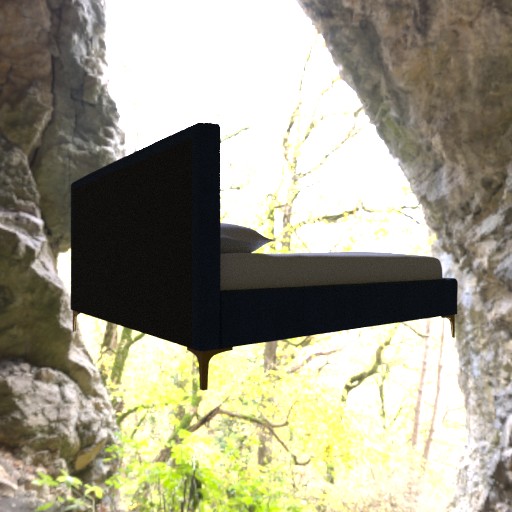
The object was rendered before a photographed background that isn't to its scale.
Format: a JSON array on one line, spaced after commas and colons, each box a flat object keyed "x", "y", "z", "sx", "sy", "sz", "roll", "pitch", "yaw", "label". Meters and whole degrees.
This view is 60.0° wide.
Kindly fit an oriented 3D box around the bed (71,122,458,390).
[{"x": 0.000, "y": 0.000, "z": 3.478, "sx": 2.232, "sy": 1.231, "sz": 2.096, "roll": 0, "pitch": -1, "yaw": -38, "label": "bed"}]
